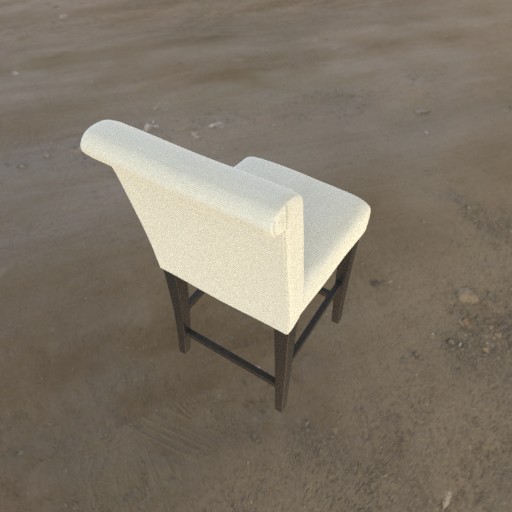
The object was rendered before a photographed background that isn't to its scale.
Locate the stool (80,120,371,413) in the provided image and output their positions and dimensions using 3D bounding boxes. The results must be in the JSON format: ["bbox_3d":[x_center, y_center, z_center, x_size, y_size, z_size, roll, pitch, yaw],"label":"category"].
[{"bbox_3d":[0.000,0.000,1.293,0.452,0.976,0.597,25,53,21],"label":"stool"}]
